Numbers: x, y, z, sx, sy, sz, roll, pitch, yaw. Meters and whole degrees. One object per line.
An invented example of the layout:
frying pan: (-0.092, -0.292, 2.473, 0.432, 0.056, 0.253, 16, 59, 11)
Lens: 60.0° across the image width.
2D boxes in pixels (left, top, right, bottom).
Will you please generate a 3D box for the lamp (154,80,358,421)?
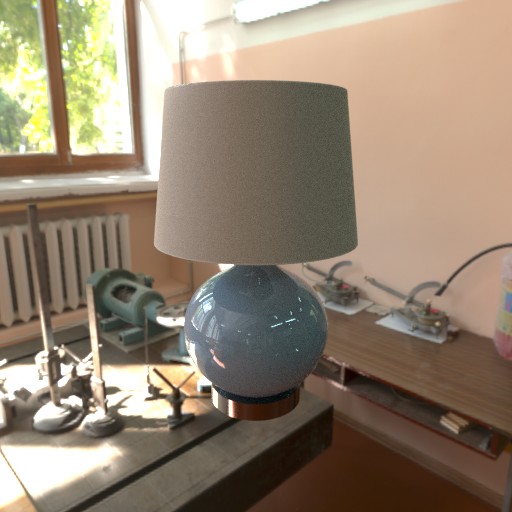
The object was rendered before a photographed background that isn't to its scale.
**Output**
lamp: (0.000, 0.000, 0.554, 0.247, 0.387, 0.247, 0, 14, 0)
